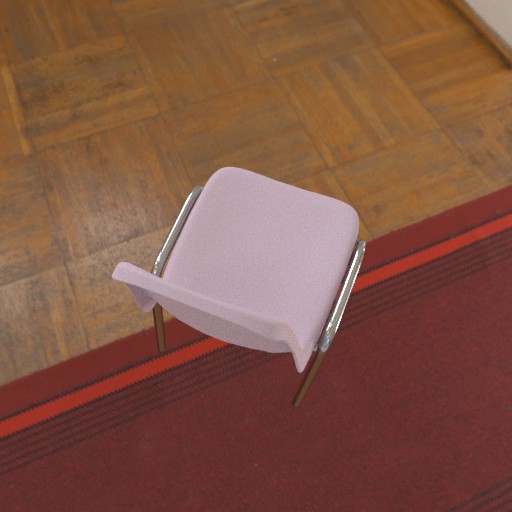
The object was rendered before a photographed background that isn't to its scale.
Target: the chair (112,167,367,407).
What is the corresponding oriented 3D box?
[{"bbox_3d":[0.000,0.000,0.768,0.354,0.536,0.385,20,66,9],"label":"chair"}]
